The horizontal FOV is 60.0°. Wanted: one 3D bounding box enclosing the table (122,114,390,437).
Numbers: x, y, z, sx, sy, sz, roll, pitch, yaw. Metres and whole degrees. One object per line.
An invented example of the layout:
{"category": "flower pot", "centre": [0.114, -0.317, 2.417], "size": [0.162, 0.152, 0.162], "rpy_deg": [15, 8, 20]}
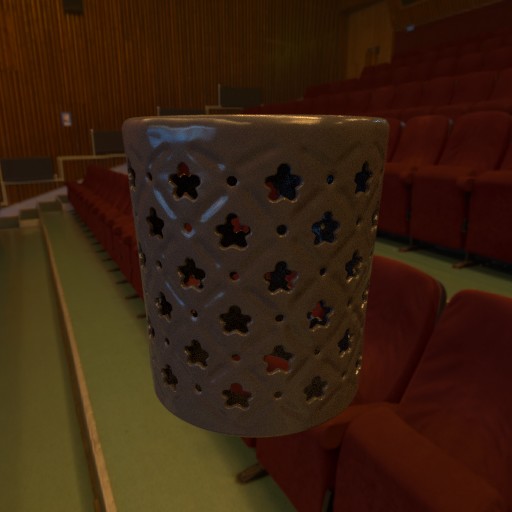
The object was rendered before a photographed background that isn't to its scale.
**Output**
{"category": "table", "centre": [0.000, 0.000, 0.650], "size": [0.352, 0.387, 0.352], "rpy_deg": [0, 15, 0]}
